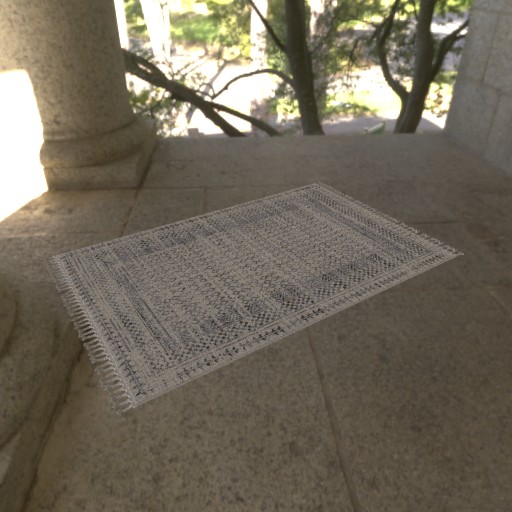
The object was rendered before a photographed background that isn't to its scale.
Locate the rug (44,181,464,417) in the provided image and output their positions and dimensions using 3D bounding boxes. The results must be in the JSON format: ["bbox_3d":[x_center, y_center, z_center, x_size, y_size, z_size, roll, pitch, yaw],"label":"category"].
[{"bbox_3d":[0.000,0.000,3.053,2.486,0.013,1.548,-19,37,-28],"label":"rug"}]
